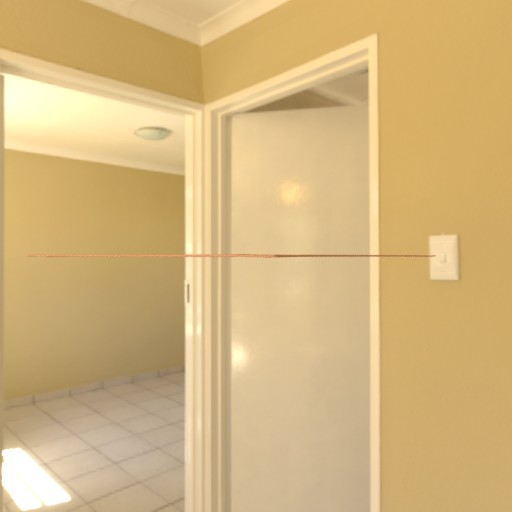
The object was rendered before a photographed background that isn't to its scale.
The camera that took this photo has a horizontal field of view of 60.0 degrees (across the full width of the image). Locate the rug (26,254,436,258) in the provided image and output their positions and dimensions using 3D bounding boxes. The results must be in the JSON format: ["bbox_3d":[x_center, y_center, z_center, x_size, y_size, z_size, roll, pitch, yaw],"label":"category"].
[{"bbox_3d":[0.000,0.000,4.164,2.479,0.023,3.092,0,0,36],"label":"rug"}]
